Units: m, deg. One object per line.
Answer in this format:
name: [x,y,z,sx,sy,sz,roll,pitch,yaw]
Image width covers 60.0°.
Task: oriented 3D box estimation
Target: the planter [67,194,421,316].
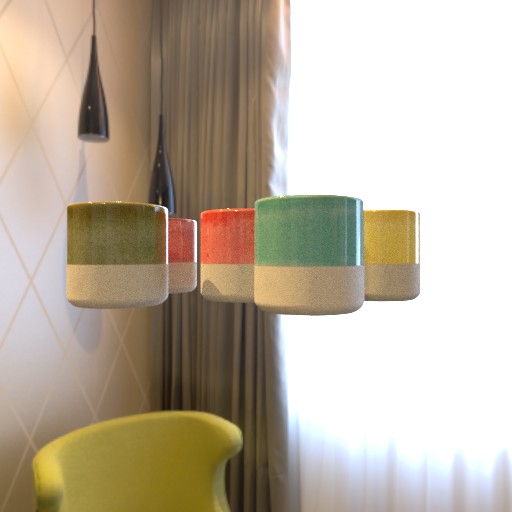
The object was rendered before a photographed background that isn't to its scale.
planter: [0.000,0.000,0.397,0.286,0.075,0.257,0,0,0]
